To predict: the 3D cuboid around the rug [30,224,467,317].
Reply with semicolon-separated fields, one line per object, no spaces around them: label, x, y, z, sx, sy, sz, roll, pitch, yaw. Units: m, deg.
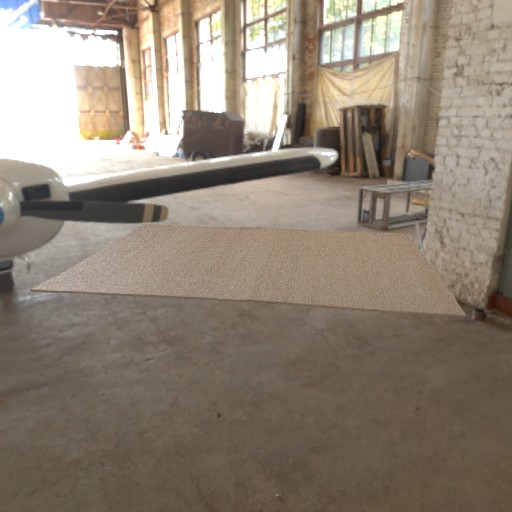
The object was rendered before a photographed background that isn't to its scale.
rug;0.000;0.000;3.799;2.869;0.038;2.032;3;17;8
